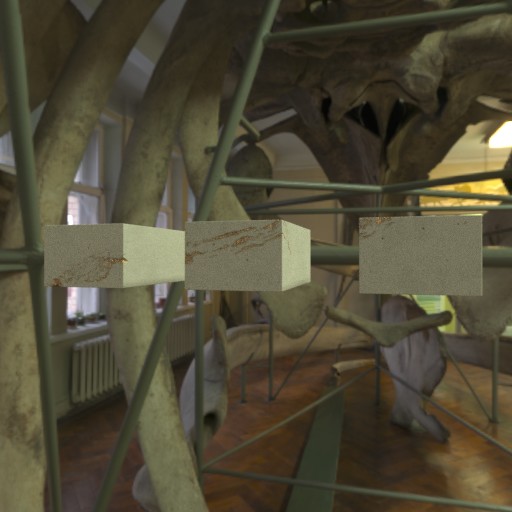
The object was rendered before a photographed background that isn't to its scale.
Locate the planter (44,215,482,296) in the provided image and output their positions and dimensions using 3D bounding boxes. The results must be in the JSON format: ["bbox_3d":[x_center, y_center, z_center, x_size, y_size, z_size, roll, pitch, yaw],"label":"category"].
[{"bbox_3d":[0.000,0.000,0.386,0.333,0.051,0.127,0,0,16],"label":"planter"}]
